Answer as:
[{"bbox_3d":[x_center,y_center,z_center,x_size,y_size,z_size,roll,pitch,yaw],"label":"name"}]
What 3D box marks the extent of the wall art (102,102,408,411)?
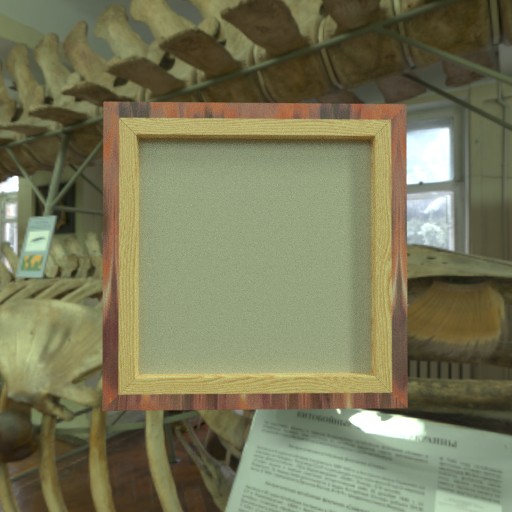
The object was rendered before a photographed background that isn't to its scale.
[{"bbox_3d":[0.000,0.000,0.896,0.603,0.609,0.037,0,-1,-1],"label":"wall art"}]
